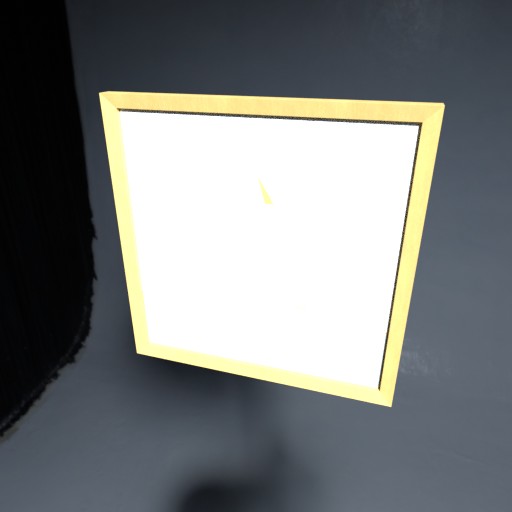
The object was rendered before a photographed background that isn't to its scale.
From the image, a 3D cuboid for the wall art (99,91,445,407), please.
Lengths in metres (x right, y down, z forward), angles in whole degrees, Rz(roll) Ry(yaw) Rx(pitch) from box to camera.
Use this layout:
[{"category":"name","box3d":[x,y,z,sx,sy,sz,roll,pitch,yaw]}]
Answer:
[{"category":"wall art","box3d":[0.000,0.000,2.859,1.935,1.936,0.097,8,27,15]}]
